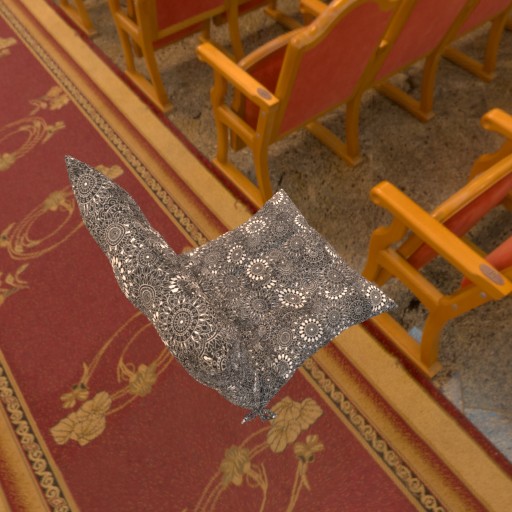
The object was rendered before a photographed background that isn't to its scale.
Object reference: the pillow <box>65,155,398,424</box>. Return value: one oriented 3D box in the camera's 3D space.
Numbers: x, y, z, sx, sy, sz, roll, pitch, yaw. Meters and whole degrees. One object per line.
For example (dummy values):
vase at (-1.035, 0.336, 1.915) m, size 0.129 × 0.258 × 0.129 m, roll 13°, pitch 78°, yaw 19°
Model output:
pillow at (0.000, 0.000, 1.009) m, size 0.585 × 0.536 × 0.541 m, roll -33°, pitch 64°, yaw -18°
